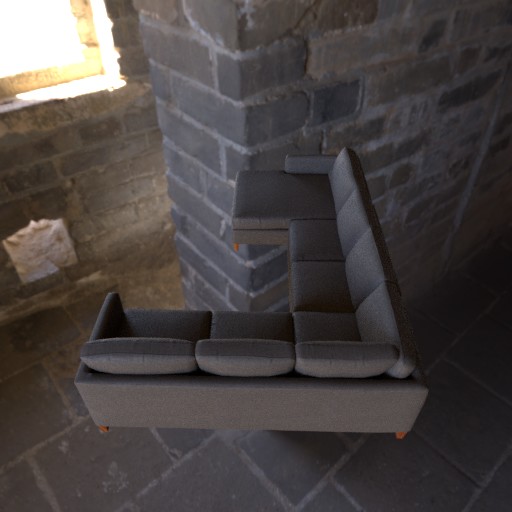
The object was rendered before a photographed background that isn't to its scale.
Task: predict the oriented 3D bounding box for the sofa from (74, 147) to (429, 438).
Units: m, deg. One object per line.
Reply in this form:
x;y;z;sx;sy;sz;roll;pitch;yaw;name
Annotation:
0.000;0.000;4.614;2.594;0.961;3.460;1;41;1;sofa
